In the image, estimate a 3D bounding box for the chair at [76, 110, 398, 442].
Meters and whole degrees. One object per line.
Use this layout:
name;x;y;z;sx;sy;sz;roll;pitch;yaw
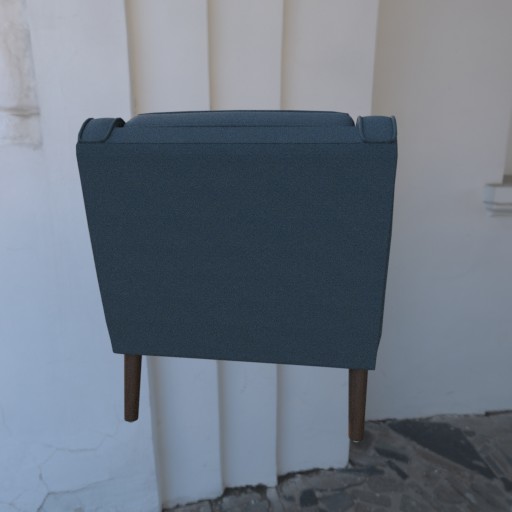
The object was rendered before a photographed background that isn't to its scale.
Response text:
chair;0.000;0.000;1.295;0.663;0.780;0.733;2;15;7
